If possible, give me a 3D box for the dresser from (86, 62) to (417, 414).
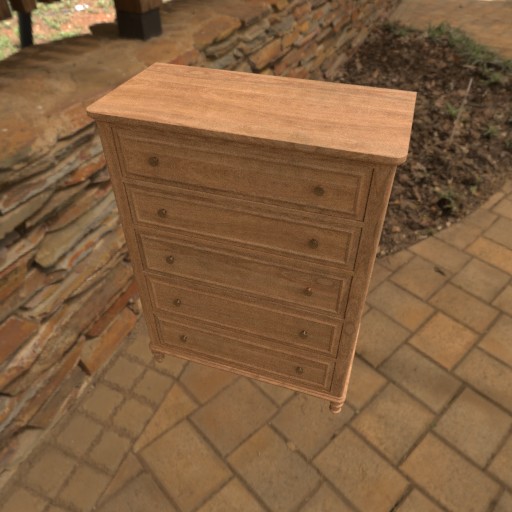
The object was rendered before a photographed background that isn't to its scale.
[{"bbox_3d":[0.000,0.000,1.855,0.973,1.318,0.484,12,42,14],"label":"dresser"}]
